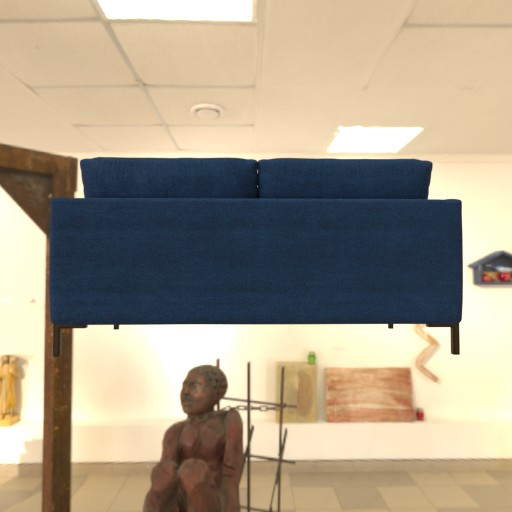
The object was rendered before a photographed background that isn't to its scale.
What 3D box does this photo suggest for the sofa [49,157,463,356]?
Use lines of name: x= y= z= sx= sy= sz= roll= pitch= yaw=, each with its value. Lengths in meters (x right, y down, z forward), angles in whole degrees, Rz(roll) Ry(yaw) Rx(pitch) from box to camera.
sofa: x=0.000 y=0.000 z=2.184 sx=1.676 sy=0.817 sz=0.875 roll=0 pitch=-2 yaw=-1
